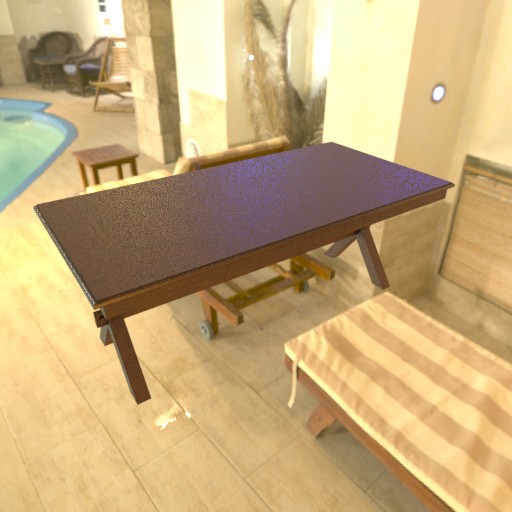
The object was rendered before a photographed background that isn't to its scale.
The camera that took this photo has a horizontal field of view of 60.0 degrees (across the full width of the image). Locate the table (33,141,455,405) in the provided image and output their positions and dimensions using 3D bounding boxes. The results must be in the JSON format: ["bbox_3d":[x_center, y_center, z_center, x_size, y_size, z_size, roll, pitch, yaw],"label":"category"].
[{"bbox_3d":[0.000,0.000,1.507,1.197,0.459,0.594,-19,35,-29],"label":"table"}]
